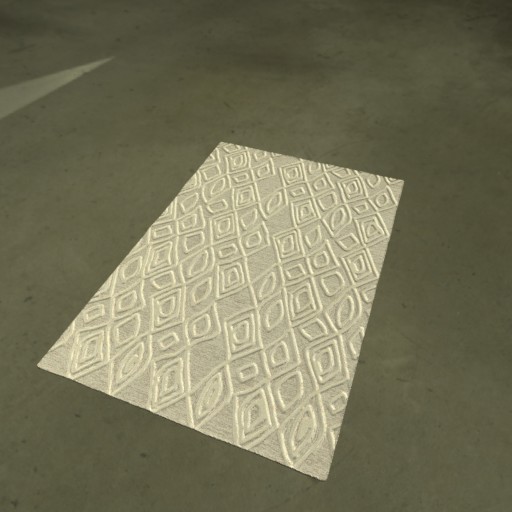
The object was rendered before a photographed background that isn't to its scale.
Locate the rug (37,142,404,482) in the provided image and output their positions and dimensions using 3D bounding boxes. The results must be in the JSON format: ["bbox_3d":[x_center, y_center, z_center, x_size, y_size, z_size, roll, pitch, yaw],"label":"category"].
[{"bbox_3d":[0.000,0.000,2.250,1.224,0.016,1.832,16,48,15],"label":"rug"}]
